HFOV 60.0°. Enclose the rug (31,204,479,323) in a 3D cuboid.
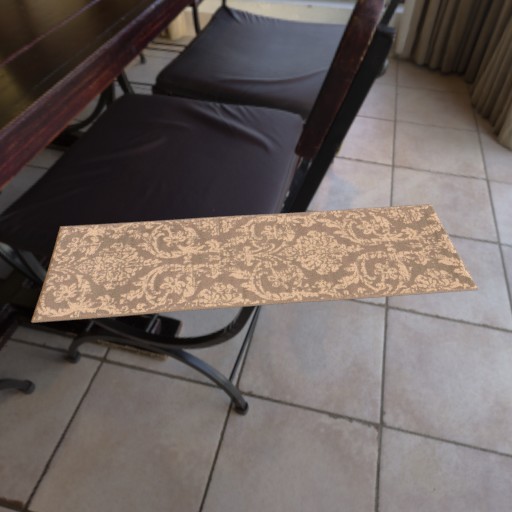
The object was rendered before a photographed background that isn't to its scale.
[{"bbox_3d":[0.000,0.000,2.386,2.196,0.011,0.662,-4,47,-4],"label":"rug"}]
